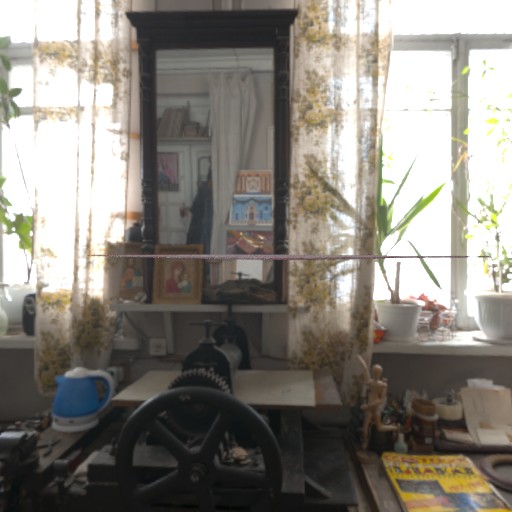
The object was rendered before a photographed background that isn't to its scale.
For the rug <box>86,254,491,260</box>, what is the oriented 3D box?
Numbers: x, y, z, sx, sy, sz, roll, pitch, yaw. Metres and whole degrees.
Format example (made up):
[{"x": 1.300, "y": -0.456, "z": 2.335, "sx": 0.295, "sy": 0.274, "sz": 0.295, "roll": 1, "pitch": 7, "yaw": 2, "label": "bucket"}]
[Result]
[{"x": 0.000, "y": 0.000, "z": 2.302, "sx": 1.219, "sy": 0.006, "sz": 1.829, "roll": 0, "pitch": 1, "yaw": -36, "label": "rug"}]
